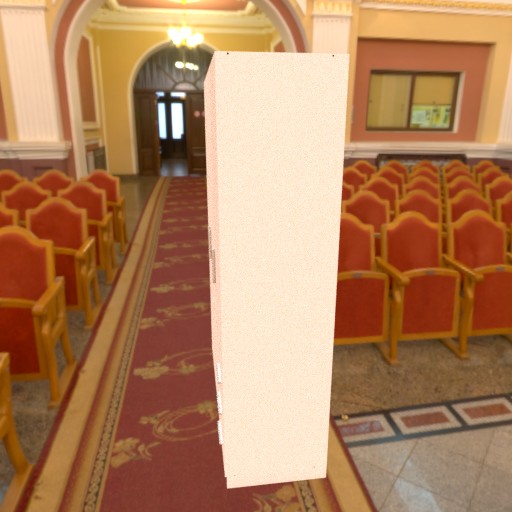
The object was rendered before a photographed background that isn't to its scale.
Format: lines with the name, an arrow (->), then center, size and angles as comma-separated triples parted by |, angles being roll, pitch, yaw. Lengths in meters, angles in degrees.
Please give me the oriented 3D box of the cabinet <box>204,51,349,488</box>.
cabinet -> 0.000, 0.000, 2.480 | 0.510, 1.910, 1.290 | -2, 17, -8
